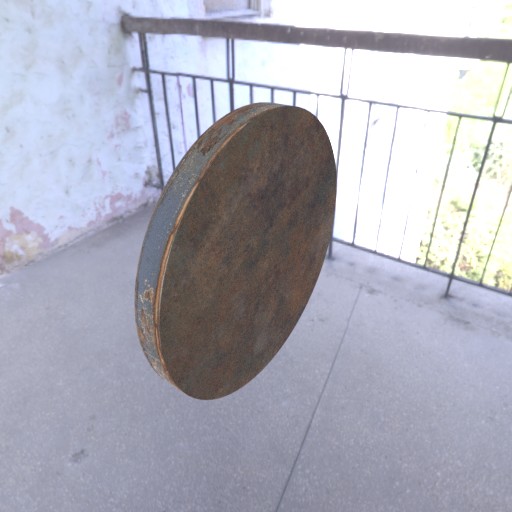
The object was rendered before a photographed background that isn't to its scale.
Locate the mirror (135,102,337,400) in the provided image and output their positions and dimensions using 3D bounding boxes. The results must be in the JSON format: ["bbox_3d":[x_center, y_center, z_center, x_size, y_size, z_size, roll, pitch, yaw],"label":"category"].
[{"bbox_3d":[0.000,0.000,0.890,0.061,0.585,0.585,21,38,29],"label":"mirror"}]
